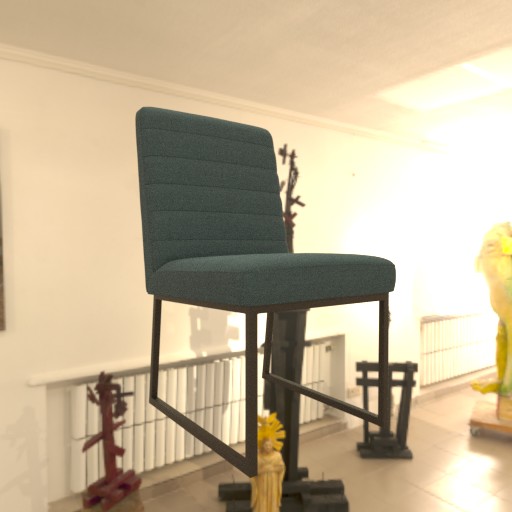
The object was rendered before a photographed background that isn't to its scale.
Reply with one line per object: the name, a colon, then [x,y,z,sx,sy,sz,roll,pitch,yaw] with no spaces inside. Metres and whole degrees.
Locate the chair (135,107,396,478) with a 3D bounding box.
chair: [0.000,0.000,1.311,0.520,0.930,0.634,-1,2,-36]
